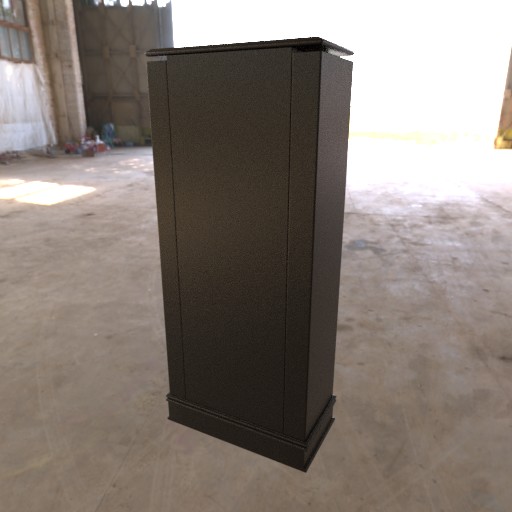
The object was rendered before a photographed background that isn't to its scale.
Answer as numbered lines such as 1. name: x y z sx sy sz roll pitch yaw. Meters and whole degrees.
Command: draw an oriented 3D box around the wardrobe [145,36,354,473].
1. wardrobe: 0.000 0.000 1.193 0.444 1.011 0.295 9 20 26
